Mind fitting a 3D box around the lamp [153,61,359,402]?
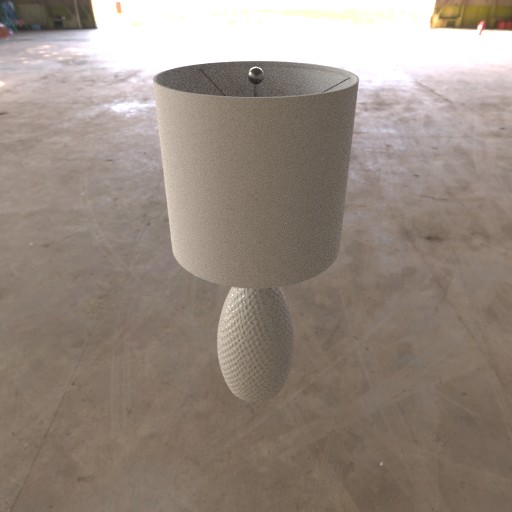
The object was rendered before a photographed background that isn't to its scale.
[{"bbox_3d":[0.000,0.000,0.588,0.214,0.466,0.214,10,33,17],"label":"lamp"}]
